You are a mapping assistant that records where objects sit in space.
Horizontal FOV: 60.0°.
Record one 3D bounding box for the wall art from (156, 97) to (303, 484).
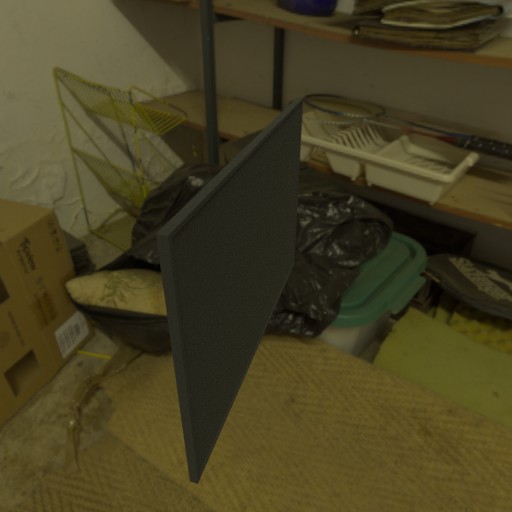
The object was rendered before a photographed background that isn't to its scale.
[{"bbox_3d":[0.000,0.000,1.523,0.028,0.805,1.190,9,33,15],"label":"wall art"}]
